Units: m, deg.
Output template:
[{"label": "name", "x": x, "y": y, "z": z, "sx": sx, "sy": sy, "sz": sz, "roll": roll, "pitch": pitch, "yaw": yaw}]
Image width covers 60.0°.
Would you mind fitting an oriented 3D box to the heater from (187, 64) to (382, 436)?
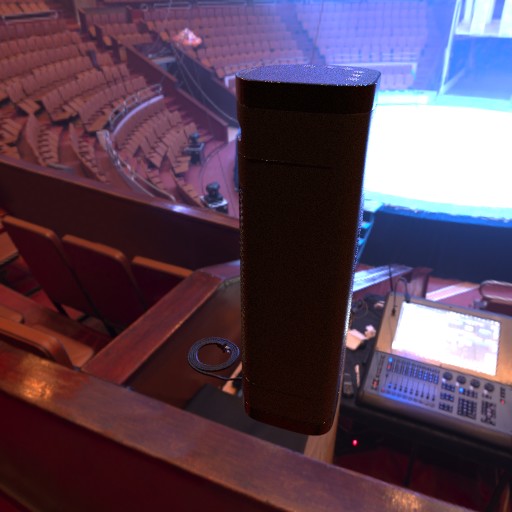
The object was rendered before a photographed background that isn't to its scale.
[{"label": "heater", "x": 0.000, "y": 0.000, "z": 0.702, "sx": 0.312, "sy": 0.552, "sz": 0.174, "roll": 10, "pitch": 32, "yaw": 16}]
